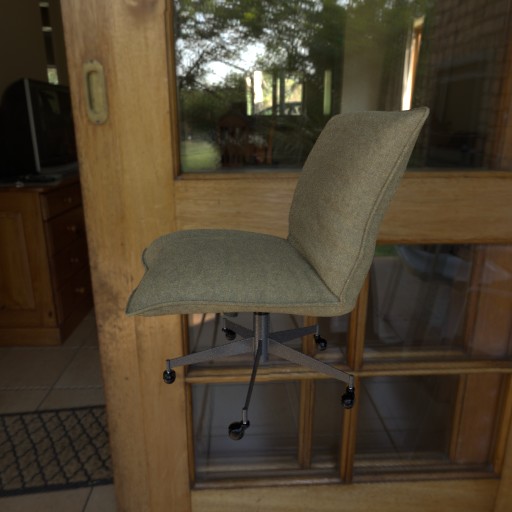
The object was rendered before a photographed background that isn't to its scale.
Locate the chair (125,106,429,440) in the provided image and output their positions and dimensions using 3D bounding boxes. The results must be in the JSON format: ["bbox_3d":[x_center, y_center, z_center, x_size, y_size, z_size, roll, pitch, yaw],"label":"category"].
[{"bbox_3d":[0.000,0.000,1.294,0.696,0.811,0.597,-2,17,-8],"label":"chair"}]
